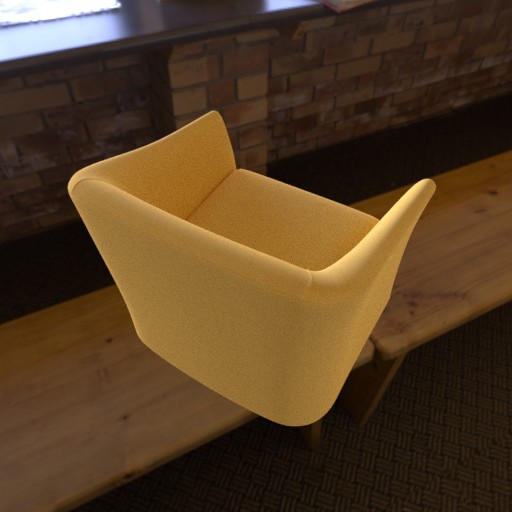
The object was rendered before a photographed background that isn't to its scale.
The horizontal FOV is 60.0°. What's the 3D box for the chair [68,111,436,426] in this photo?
[{"bbox_3d":[0.000,0.000,1.348,0.790,0.720,0.700,24,51,21],"label":"chair"}]
